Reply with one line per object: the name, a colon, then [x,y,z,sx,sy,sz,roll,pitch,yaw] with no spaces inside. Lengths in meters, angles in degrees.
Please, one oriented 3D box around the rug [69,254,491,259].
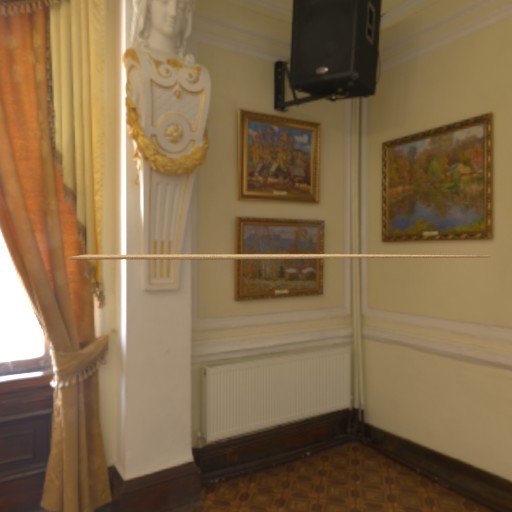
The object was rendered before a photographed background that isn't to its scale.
rug: [0.000,0.000,3.889,2.895,0.018,2.288,0,1,-19]
